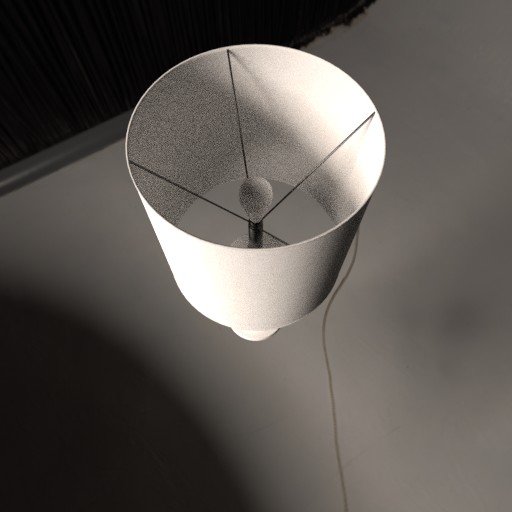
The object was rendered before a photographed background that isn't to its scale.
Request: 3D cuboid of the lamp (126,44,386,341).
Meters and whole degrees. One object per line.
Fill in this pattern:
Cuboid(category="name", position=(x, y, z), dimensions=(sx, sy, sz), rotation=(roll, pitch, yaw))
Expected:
Cuboid(category="lamp", position=(0.000, 0.000, 0.562), dimensions=(0.208, 0.455, 0.208), rotation=(-31, 68, -14))
